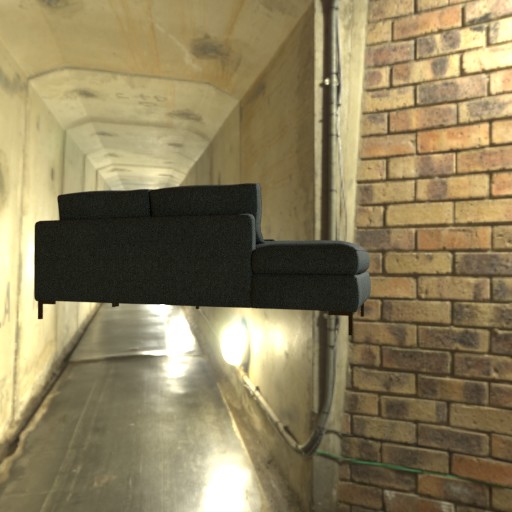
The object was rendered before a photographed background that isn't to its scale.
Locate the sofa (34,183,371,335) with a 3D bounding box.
[{"bbox_3d":[0.000,0.000,3.840,2.007,0.815,2.949,0,-1,18],"label":"sofa"}]
